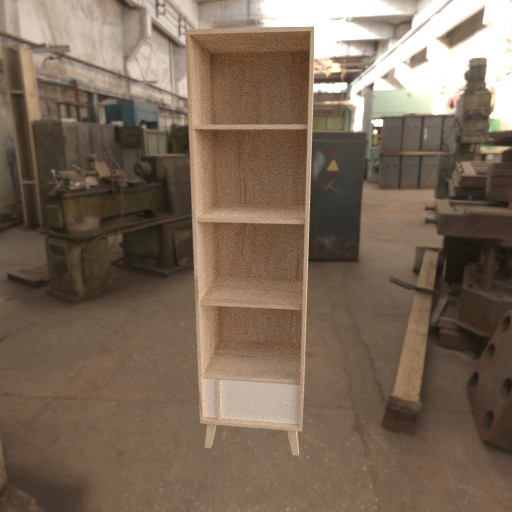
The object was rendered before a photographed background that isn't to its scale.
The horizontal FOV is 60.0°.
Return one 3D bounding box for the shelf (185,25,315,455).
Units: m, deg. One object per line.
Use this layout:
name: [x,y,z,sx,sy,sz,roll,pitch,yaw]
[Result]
shelf: [0.000,0.000,2.194,0.510,1.960,0.450,2,15,7]
